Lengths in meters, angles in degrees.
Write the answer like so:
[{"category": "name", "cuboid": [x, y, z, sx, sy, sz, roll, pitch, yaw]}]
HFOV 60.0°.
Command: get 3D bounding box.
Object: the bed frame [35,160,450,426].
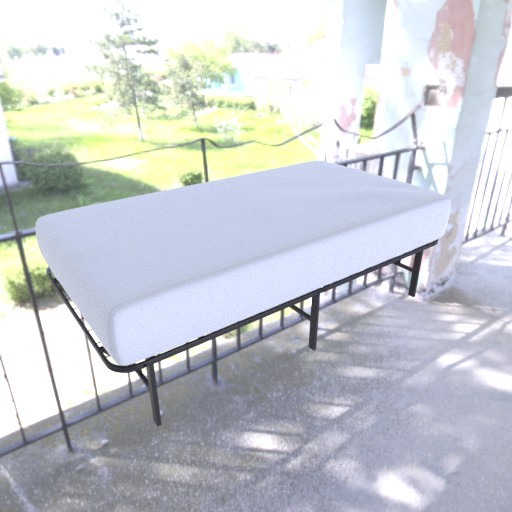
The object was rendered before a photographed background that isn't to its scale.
[{"category": "bed frame", "cuboid": [0.000, 0.000, 2.351, 1.908, 0.640, 1.025, -18, 31, -32]}]
